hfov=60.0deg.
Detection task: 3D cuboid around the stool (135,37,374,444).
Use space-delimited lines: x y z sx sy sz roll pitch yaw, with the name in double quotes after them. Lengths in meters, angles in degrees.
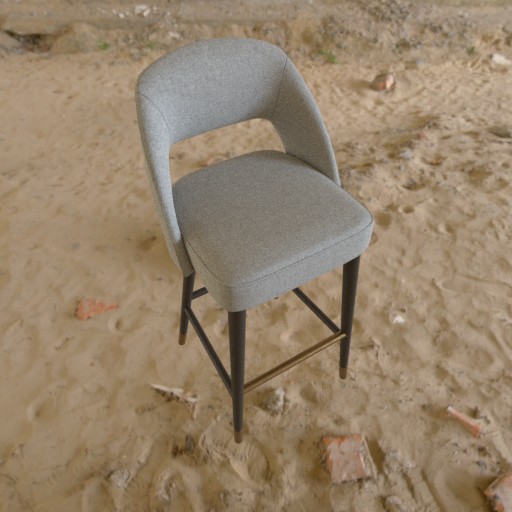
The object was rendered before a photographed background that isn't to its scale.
0.000 0.000 1.275 0.494 1.037 0.509 -24 50 -22 "stool"
